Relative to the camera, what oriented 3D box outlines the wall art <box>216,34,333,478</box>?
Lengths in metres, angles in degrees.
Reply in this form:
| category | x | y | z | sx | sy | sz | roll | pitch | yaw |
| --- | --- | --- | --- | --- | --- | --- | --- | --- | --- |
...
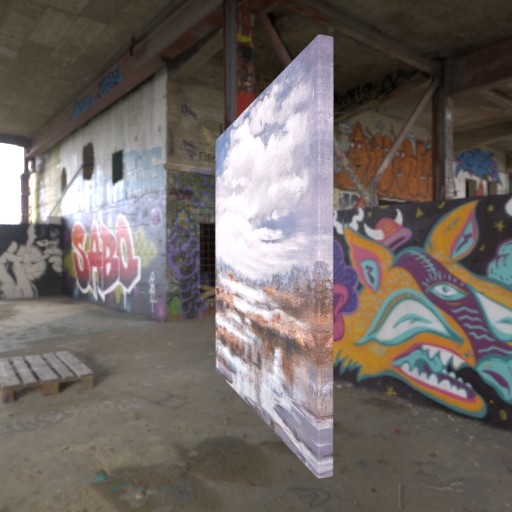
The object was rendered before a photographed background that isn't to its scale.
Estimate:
| category | x | y | z | sx | sy | sz | roll | pitch | yaw |
| --- | --- | --- | --- | --- | --- | --- | --- | --- | --- |
| wall art | 0.000 | 0.000 | 1.318 | 0.035 | 0.897 | 0.888 | 0 | 0 | -19 |
